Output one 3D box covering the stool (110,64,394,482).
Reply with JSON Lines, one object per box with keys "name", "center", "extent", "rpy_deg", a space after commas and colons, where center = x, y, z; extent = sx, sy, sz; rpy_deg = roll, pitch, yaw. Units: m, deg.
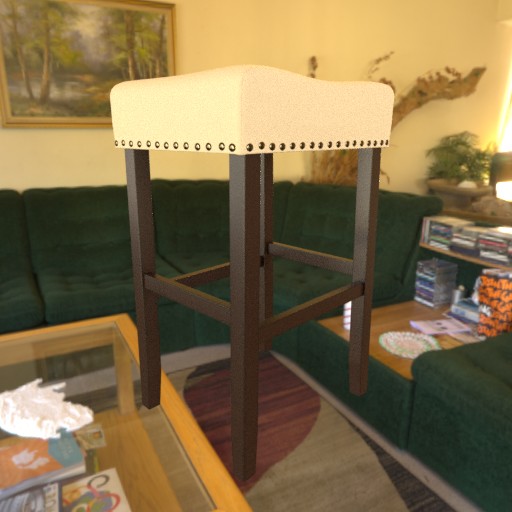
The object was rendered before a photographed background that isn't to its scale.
{"name": "stool", "center": [0.000, 0.000, 1.036], "extent": [0.401, 0.762, 0.471], "rpy_deg": [15, 22, 42]}
